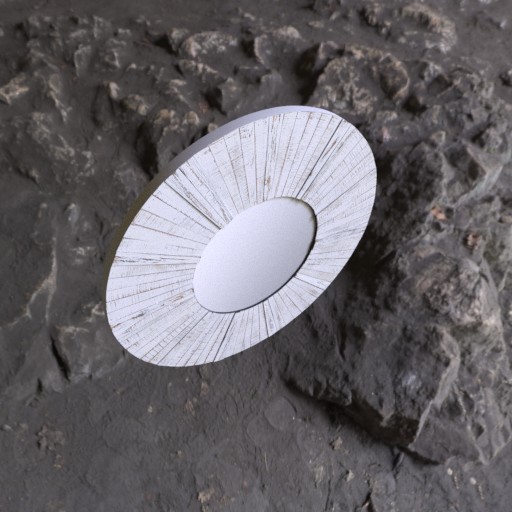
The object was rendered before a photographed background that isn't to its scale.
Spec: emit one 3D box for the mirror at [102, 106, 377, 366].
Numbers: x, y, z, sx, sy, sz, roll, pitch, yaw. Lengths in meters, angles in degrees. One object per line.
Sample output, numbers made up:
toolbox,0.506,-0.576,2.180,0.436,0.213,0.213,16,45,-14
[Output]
mirror,0.000,0.000,1.329,0.914,0.914,0.038,-25,52,-22
